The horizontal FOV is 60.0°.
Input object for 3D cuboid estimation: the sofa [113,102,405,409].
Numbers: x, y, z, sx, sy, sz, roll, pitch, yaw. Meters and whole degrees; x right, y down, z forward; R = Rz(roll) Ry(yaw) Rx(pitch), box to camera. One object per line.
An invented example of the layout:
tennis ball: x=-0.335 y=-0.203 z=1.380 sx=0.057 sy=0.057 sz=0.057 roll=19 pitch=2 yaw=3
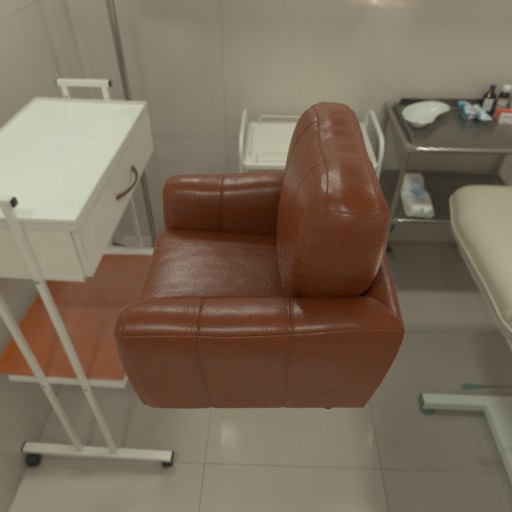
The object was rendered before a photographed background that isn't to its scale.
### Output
sofa: x=0.000 y=0.000 z=1.496 sx=0.789 sy=0.876 sz=0.836 roll=1 pitch=41 yaw=1
